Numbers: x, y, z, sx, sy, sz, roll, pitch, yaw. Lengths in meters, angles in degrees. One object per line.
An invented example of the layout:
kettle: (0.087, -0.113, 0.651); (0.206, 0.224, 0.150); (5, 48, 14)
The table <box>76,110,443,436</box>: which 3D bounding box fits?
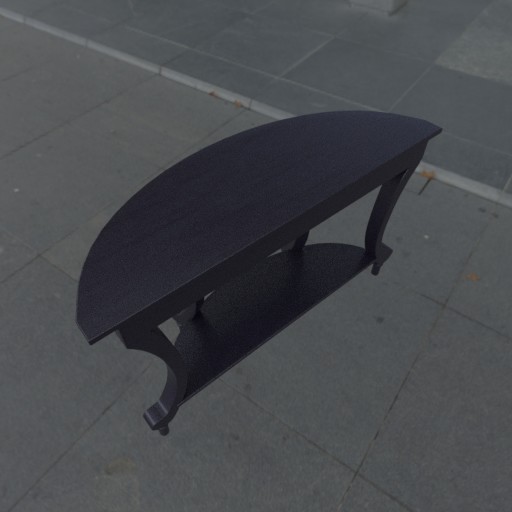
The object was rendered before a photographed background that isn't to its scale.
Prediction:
table: (0.000, 0.000, 1.498); (1.198, 0.692, 0.394); (-32, 56, -25)
